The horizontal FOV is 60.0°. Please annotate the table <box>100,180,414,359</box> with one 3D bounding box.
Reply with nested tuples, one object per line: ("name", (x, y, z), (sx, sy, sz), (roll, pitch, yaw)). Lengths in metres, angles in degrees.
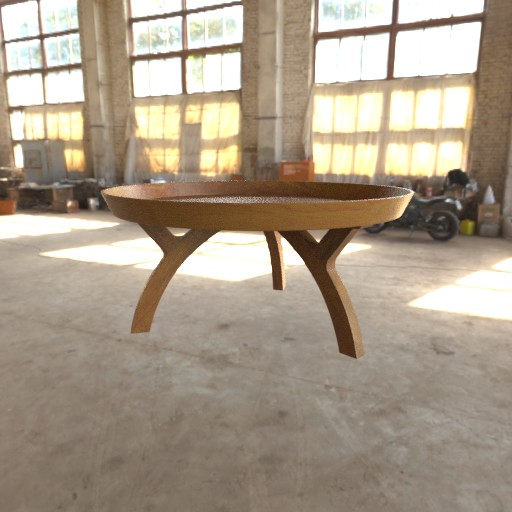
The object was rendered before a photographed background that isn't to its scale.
("table", (0.000, 0.000, 1.550), (1.016, 0.470, 1.016), (0, 13, 0))
